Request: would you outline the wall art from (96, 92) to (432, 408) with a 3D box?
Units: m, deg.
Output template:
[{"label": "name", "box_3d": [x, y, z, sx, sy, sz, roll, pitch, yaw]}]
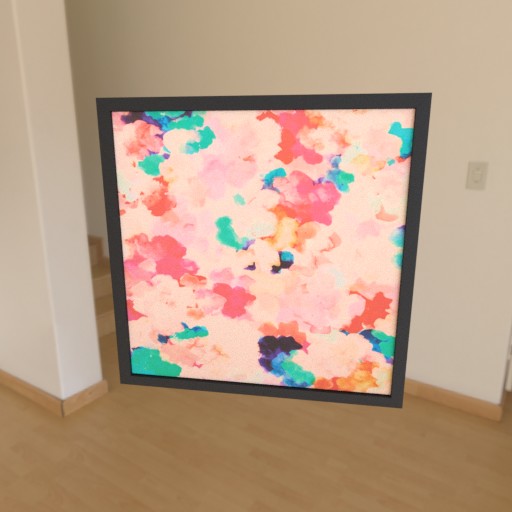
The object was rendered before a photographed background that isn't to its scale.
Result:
[{"label": "wall art", "box_3d": [0.000, 0.000, 0.740, 0.506, 0.503, 0.036, 2, 15, 9]}]
